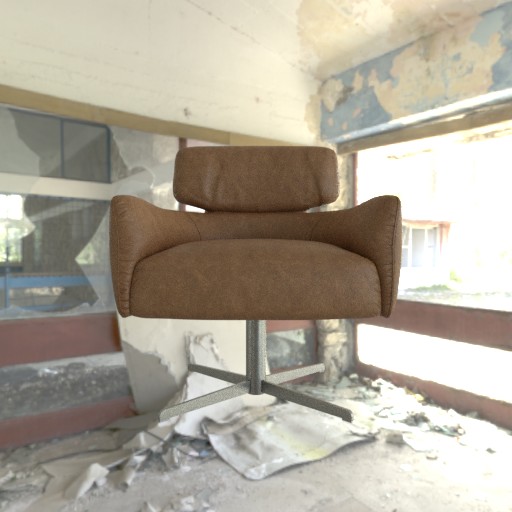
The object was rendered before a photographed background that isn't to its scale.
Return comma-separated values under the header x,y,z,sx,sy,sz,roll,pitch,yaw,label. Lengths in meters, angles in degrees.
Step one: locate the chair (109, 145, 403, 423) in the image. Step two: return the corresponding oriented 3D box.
x,y,z,sx,sy,sz,roll,pitch,yaw,label
0.000,0.000,1.347,0.706,0.812,0.715,0,1,0,chair
